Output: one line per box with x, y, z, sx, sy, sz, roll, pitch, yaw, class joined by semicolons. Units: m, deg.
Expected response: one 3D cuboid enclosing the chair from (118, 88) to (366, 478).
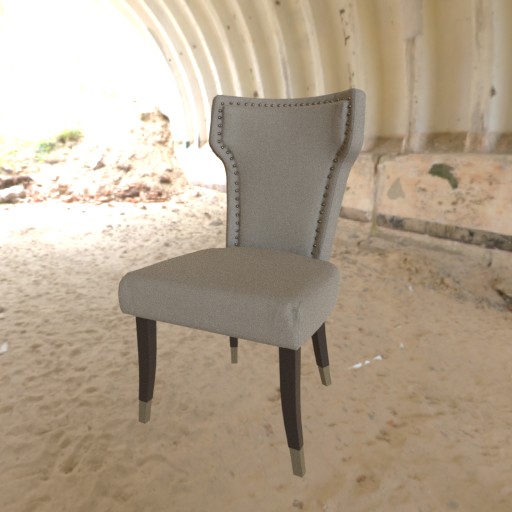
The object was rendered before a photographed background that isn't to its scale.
0.000;0.000;1.315;0.526;0.955;0.630;7;16;25;chair
